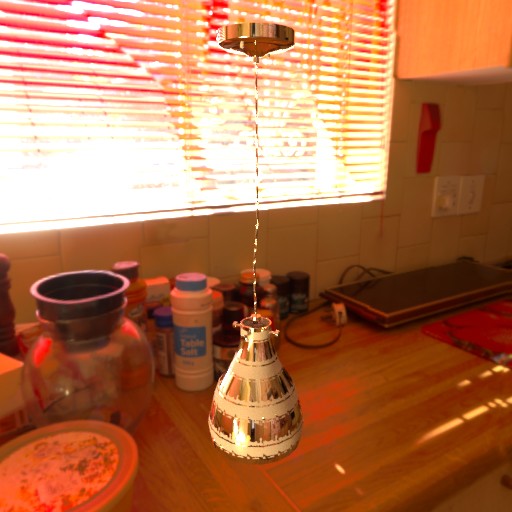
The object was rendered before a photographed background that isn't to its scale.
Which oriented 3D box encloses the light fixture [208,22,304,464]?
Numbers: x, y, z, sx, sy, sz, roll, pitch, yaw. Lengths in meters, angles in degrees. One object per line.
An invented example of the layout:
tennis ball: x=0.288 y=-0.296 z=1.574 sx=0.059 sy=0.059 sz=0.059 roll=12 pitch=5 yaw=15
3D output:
light fixture: x=0.000 y=0.000 z=1.582 sx=0.374 sy=1.457 sz=0.374 roll=8 pitch=16 yaw=27
